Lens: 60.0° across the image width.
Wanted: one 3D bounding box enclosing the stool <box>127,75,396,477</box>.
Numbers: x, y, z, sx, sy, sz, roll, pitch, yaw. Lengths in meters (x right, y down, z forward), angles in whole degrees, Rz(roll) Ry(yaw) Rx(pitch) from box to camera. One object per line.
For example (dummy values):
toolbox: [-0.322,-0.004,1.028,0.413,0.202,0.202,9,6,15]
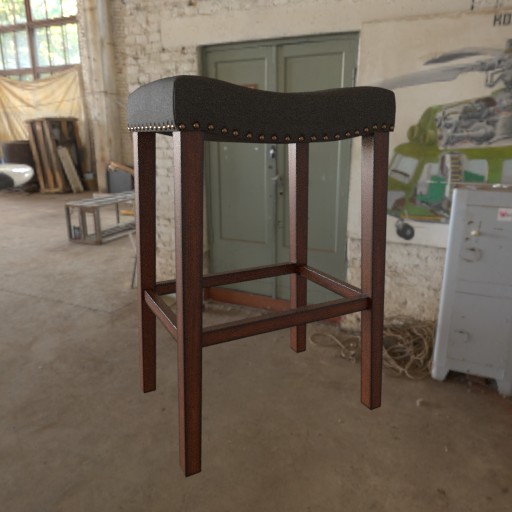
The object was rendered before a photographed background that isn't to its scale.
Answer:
stool: [0.000,0.000,1.034,0.502,0.748,0.366,-8,17,-27]
